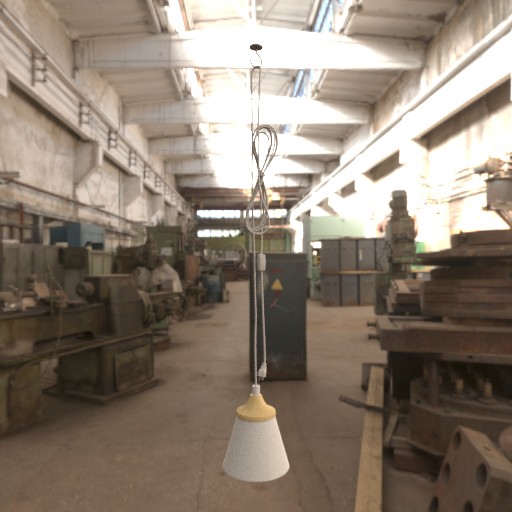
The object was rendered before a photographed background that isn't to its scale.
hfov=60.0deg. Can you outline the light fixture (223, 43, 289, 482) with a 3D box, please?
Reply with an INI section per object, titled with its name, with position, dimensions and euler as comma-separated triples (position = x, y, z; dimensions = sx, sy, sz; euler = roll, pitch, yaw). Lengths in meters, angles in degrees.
[light fixture]
position = 0.000, 0.000, 1.023
dimensions = 0.153, 0.966, 0.153
euler = 0, 0, 0
